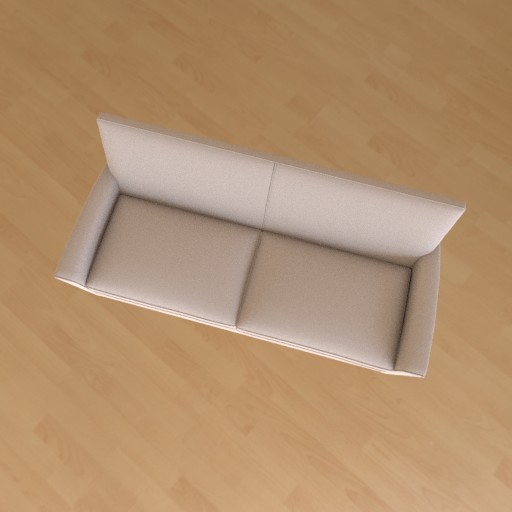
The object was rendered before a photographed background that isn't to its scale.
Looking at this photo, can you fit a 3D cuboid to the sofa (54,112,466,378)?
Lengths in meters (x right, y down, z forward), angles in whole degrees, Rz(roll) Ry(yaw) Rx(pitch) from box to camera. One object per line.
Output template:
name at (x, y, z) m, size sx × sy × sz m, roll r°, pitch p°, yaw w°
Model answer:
sofa at (0.000, 0.000, 2.523) m, size 2.000 × 0.846 × 0.875 m, roll 15°, pitch 76°, yaw 4°
